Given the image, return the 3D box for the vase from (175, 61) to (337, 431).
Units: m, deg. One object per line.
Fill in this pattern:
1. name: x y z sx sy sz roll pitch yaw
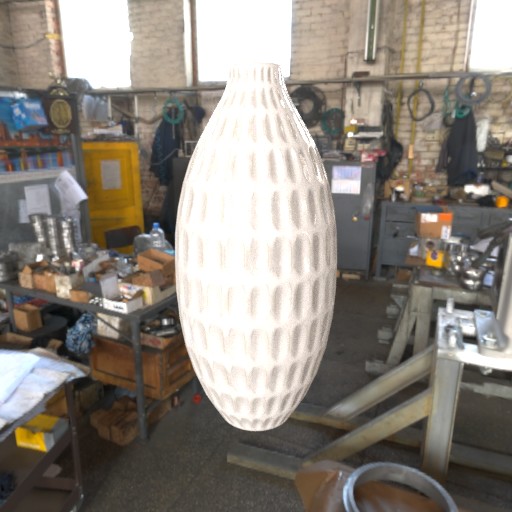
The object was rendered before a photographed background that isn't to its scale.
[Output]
1. vase: 0.000 0.000 0.353 0.127 0.282 0.127 0 16 0
